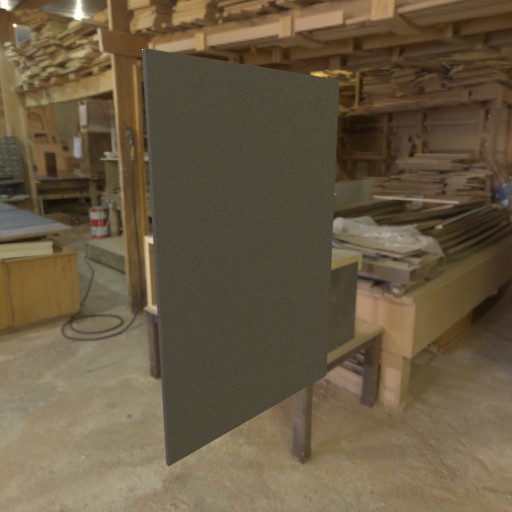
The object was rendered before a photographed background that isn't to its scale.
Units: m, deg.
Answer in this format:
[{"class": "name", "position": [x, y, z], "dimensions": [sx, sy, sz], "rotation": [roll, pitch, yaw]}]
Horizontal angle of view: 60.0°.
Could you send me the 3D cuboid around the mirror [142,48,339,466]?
[{"class": "mirror", "position": [0.000, 0.000, 1.157], "dimensions": [0.613, 0.914, 0.039], "rotation": [-13, 19, -42]}]
